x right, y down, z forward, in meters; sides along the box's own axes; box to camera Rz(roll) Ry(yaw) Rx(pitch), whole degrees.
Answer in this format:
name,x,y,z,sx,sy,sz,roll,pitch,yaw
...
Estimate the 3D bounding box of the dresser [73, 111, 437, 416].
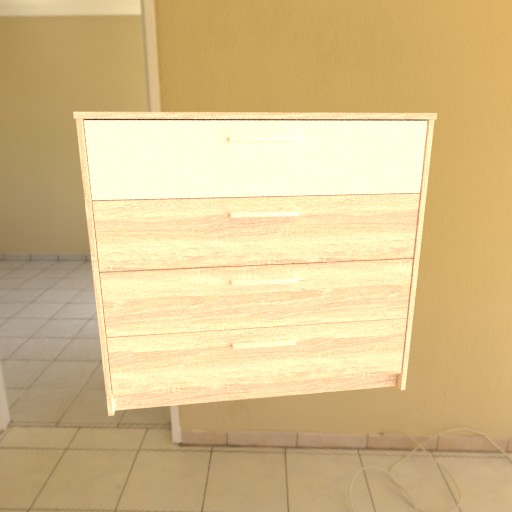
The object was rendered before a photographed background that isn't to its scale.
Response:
name,x,y,z,sx,sy,sz,roll,pitch,yaw
dresser,0.000,0.000,1.475,0.980,0.900,0.380,-2,17,-8
